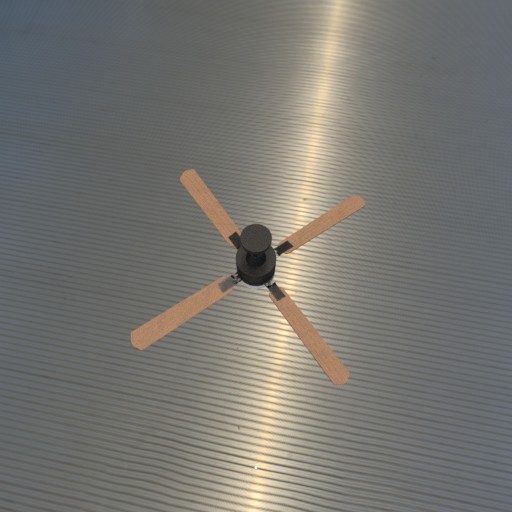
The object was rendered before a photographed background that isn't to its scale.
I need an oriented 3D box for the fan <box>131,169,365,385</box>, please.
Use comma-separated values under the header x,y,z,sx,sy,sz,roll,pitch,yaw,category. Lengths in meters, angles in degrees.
x,y,z,sx,sy,sz,roll,pitch,yaw,category
0.000,0.000,2.006,1.320,0.355,1.320,-32,69,-14,fan
